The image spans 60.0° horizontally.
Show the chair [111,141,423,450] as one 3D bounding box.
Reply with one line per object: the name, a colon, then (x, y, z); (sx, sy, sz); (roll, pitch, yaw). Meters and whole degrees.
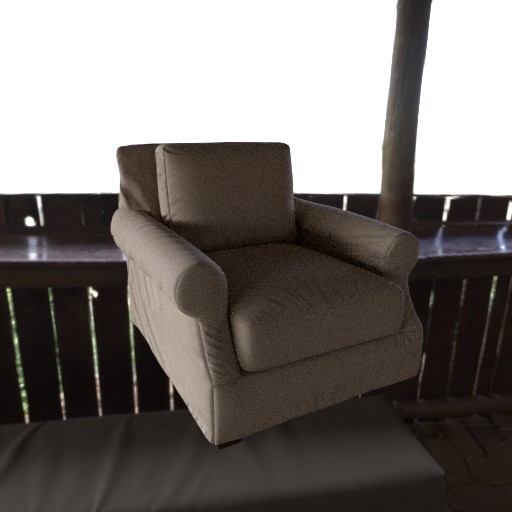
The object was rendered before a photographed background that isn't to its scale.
chair: (0.000, 0.000, 1.756); (0.940, 0.866, 1.066); (-9, 18, -27)
